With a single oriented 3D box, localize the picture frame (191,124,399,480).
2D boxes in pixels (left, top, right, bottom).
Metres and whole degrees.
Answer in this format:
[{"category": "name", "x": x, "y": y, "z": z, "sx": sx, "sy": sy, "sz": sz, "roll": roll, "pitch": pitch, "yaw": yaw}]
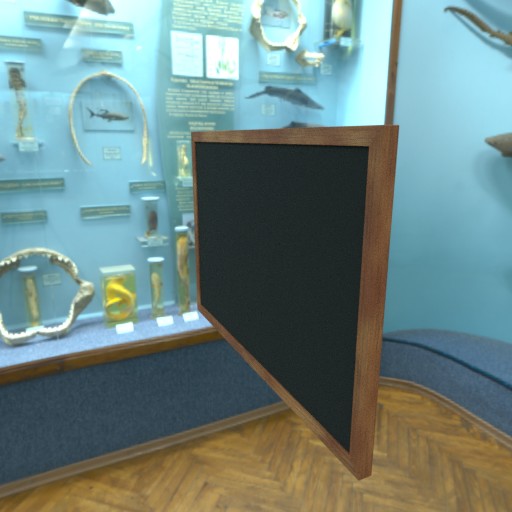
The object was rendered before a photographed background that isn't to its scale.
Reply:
[{"category": "picture frame", "x": 0.000, "y": 0.000, "z": 1.167, "sx": 0.029, "sy": 0.640, "sz": 0.950, "roll": -7, "pitch": 17, "yaw": -25}]
